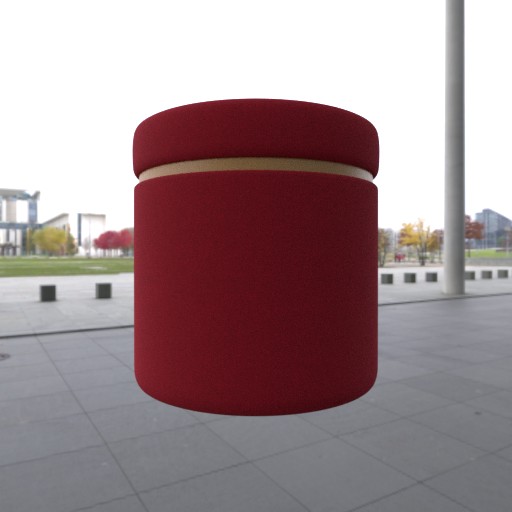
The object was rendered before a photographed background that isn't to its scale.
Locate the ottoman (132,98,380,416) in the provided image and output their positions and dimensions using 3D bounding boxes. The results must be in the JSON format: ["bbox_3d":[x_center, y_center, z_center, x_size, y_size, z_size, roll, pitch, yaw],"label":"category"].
[{"bbox_3d":[0.000,0.000,0.745,0.400,0.406,0.400,0,0,0],"label":"ottoman"}]
